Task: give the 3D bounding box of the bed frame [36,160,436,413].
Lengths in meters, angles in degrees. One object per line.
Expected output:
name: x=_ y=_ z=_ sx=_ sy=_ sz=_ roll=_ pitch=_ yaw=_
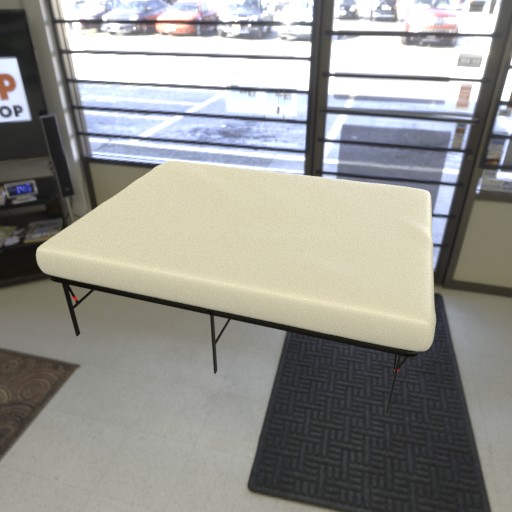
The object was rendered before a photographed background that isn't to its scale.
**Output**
bed frame: x=0.000 y=0.000 z=2.926 sx=2.151 sy=0.667 sz=1.584 roll=10 pitch=32 yaw=16
